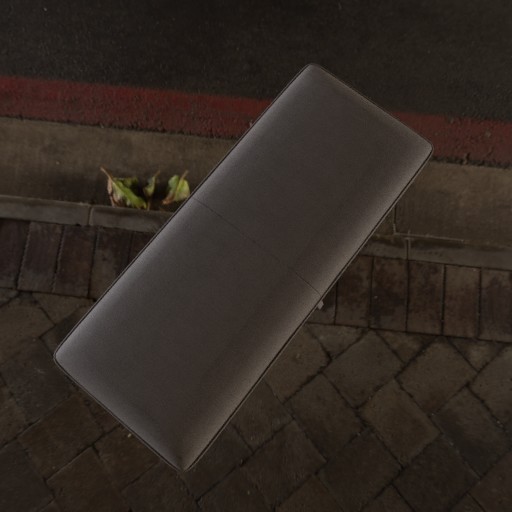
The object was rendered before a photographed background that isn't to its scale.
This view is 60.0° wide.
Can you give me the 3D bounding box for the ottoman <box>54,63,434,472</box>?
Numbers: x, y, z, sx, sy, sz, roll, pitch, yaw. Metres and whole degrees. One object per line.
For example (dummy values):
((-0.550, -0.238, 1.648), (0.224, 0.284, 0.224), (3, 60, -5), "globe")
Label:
((0.000, 0.000, 2.039), (0.751, 0.470, 1.764), (38, 80, 8), "ottoman")
